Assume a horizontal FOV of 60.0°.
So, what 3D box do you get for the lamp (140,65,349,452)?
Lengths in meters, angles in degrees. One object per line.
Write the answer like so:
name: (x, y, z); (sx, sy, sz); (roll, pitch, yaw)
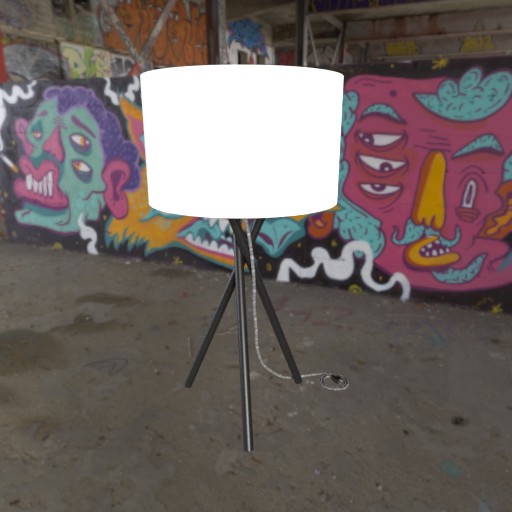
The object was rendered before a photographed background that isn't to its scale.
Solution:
lamp: (0.000, 0.000, 0.907); (0.353, 0.674, 0.422); (15, 22, 42)
